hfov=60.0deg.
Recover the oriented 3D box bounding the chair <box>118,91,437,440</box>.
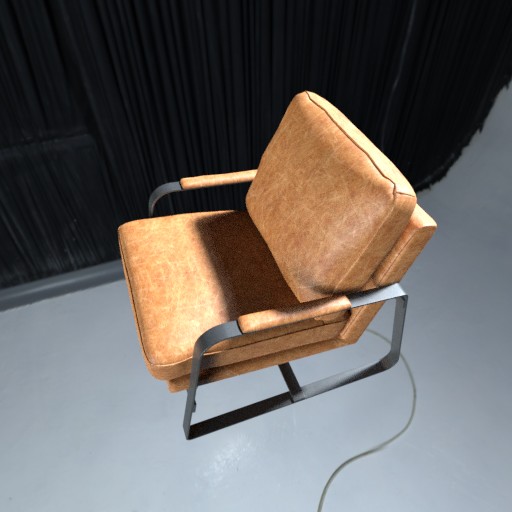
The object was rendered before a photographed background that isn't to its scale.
[{"bbox_3d":[0.000,0.000,1.383,0.801,0.777,0.651,-15,48,-14],"label":"chair"}]
